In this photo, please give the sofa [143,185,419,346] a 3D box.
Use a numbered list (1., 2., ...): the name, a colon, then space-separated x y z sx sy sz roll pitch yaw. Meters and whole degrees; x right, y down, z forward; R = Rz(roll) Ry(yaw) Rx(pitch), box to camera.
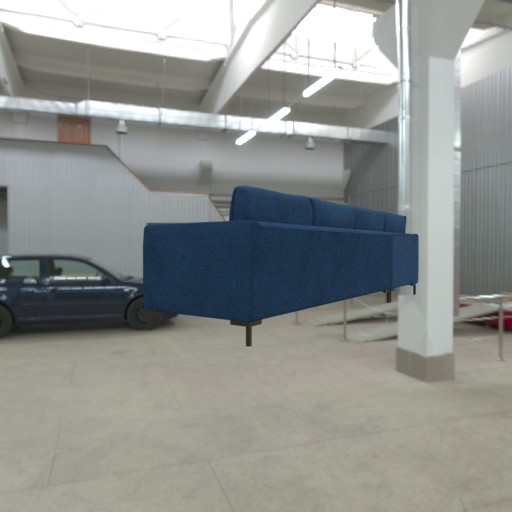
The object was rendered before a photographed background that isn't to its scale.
1. sofa: 0.000 0.000 3.893 2.007 0.815 2.949 1 1 35
